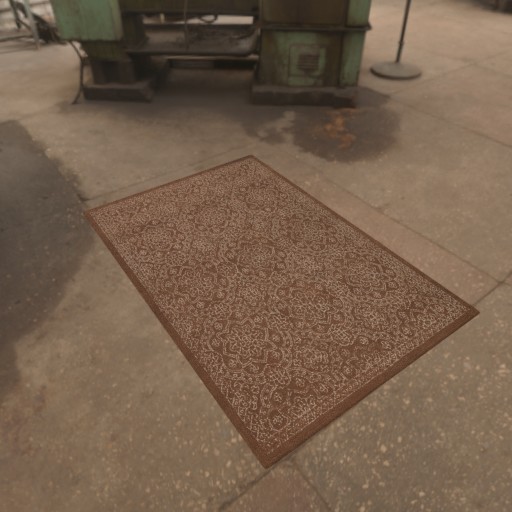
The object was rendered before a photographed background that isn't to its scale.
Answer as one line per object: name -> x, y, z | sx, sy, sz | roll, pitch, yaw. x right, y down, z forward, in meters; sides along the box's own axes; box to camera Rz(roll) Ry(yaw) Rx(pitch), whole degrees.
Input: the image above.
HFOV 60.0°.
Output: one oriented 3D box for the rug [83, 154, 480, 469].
rug -> 0.000, 0.000, 2.319 | 1.219, 0.010, 1.829 | -25, 47, -26
